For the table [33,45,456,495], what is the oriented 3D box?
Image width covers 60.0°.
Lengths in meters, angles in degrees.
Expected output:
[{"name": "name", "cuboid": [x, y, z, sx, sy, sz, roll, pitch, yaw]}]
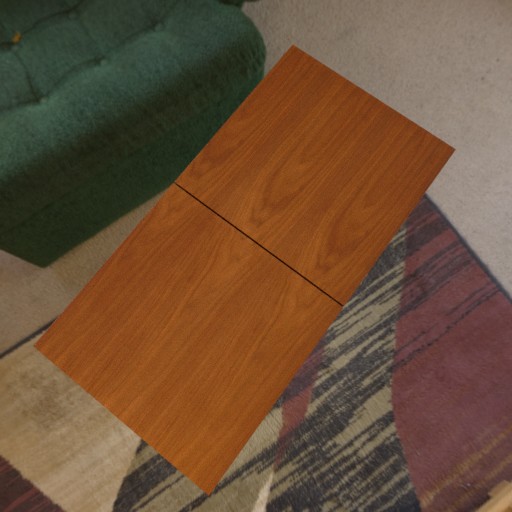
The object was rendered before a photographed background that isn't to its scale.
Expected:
[{"name": "table", "cuboid": [0.000, 0.000, 1.429, 0.610, 0.330, 1.194, 36, 79, 8]}]
